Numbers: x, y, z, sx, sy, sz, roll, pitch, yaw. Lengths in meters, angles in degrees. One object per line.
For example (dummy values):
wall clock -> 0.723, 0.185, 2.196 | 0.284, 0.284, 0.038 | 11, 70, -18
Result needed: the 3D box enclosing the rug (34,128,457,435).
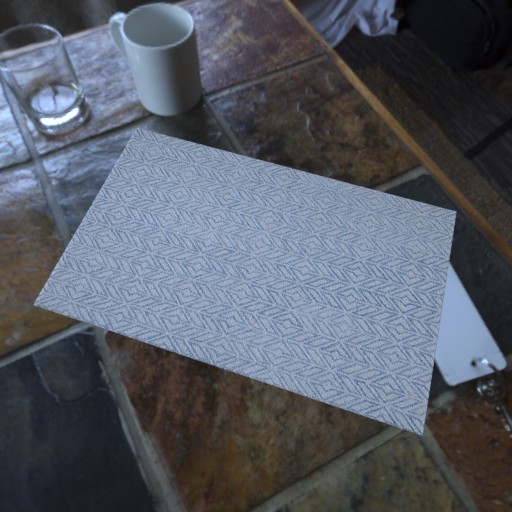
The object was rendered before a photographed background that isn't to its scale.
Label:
rug -> 0.000, 0.000, 2.937 | 2.441, 0.008, 1.526 | 16, 65, 8
